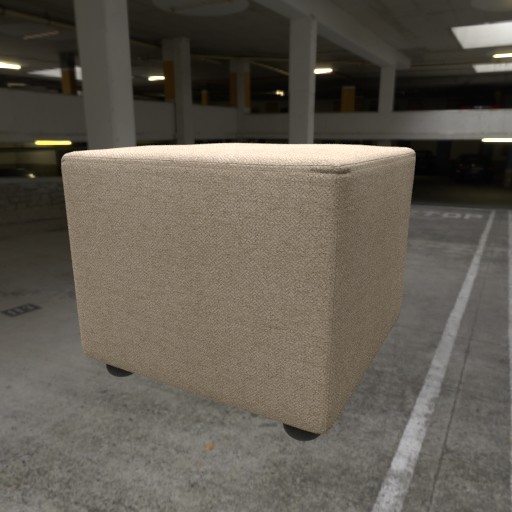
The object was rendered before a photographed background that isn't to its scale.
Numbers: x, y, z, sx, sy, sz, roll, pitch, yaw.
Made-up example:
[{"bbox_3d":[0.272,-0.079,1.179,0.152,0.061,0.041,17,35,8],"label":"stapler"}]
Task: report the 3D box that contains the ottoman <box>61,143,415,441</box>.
[{"bbox_3d":[0.000,0.000,0.887,0.508,0.432,0.508,8,17,28],"label":"ottoman"}]
